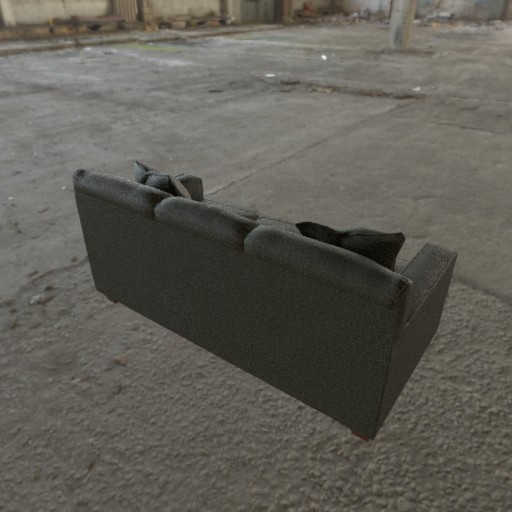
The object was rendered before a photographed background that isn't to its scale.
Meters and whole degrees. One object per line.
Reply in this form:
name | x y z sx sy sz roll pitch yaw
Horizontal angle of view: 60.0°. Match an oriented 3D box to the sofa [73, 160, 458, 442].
sofa | 0.000 0.000 2.630 2.024 0.958 0.997 20 36 31
